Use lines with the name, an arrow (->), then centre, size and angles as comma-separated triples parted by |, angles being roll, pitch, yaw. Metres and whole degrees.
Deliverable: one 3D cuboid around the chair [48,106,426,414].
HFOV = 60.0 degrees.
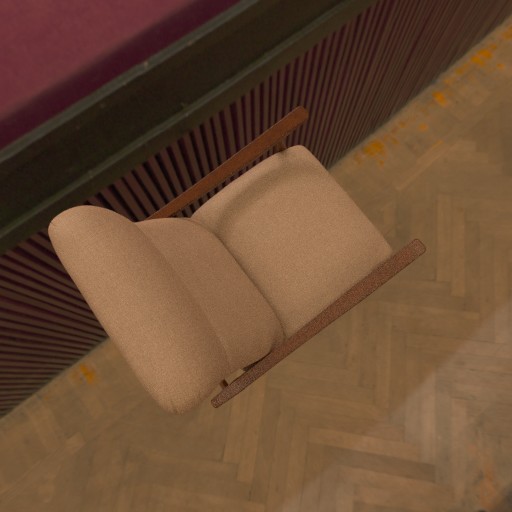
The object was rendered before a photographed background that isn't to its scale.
chair -> 0.000, 0.000, 1.730 | 1.030, 1.082, 0.762 | -36, 78, -9
